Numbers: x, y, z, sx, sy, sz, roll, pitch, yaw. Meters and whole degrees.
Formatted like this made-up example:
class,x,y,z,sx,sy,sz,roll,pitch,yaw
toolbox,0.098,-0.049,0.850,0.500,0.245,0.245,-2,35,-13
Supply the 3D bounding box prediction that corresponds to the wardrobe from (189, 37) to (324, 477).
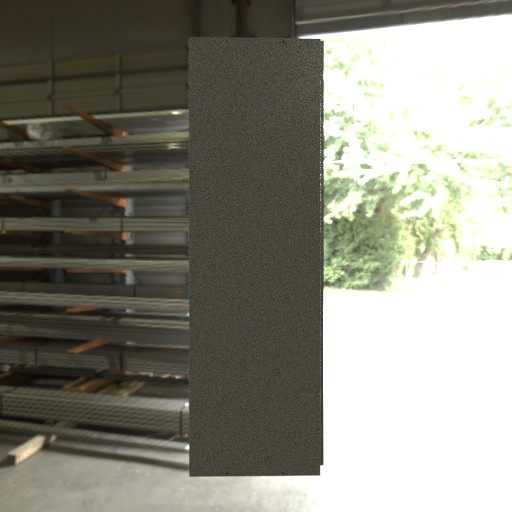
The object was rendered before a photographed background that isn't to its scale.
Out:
class,x,y,z,sx,sy,sz,roll,pitch,yaw
wardrobe,0.000,0.000,2.866,0.629,1.960,1.780,0,0,-1
